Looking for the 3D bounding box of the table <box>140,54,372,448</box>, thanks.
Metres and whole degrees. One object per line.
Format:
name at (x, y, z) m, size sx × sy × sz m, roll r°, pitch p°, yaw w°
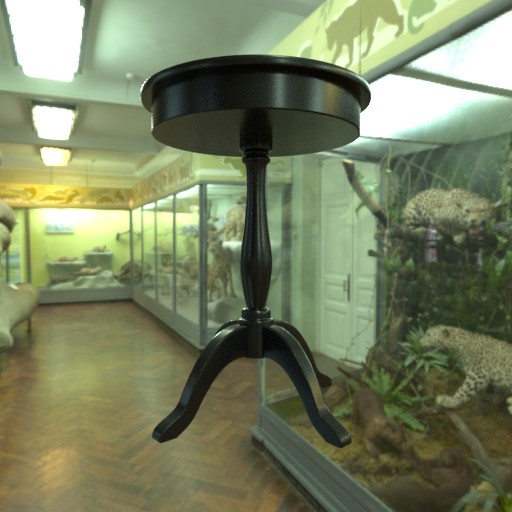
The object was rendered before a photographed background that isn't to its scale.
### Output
table at (0.000, 0.000, 0.958) m, size 0.481 × 0.665 × 0.481 m, roll 0°, pitch 2°, yaw 0°
